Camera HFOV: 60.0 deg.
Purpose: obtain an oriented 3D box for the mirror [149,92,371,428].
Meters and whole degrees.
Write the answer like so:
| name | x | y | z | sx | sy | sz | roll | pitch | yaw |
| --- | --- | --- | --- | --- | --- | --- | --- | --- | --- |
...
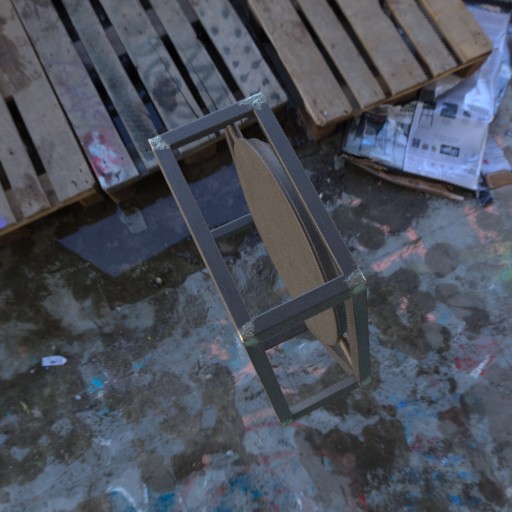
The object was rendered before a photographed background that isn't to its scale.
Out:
| name | x | y | z | sx | sy | sz | roll | pitch | yaw |
| --- | --- | --- | --- | --- | --- | --- | --- | --- | --- |
| mirror | 0.000 | 0.000 | 0.540 | 0.119 | 0.334 | 0.380 | -25 | 77 | -6 |
